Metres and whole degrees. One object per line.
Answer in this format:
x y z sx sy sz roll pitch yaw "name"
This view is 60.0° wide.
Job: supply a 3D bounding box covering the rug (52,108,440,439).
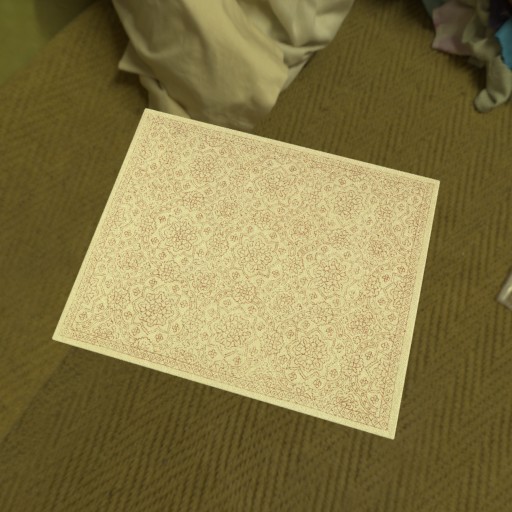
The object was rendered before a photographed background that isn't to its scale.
0.000 0.000 4.117 3.050 0.015 2.441 15 74 4 "rug"
